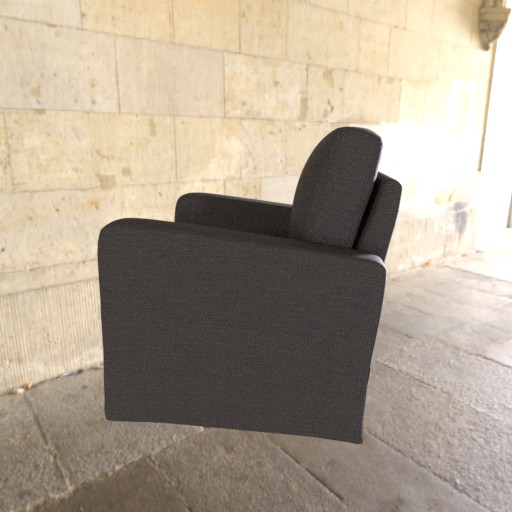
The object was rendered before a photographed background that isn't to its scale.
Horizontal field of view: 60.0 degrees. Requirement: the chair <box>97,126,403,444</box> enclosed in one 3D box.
[{"bbox_3d":[0.000,0.000,1.546,0.863,0.855,0.798,2,14,8],"label":"chair"}]
